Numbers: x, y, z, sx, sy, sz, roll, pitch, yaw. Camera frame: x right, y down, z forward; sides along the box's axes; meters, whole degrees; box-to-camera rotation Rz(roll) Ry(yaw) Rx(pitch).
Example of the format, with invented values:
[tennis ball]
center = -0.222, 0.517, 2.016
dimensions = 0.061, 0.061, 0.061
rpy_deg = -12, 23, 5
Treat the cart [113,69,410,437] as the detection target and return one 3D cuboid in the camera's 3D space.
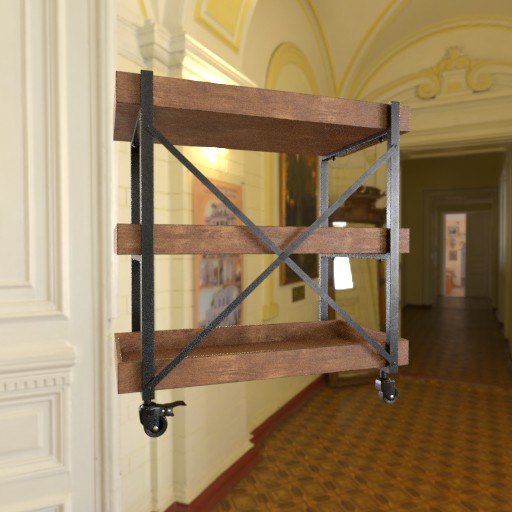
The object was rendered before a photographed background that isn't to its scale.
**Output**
[cart]
center = 0.000, 0.000, 1.237
dimensions = 0.750, 0.800, 0.411
rpy_deg = 0, 1, -19
